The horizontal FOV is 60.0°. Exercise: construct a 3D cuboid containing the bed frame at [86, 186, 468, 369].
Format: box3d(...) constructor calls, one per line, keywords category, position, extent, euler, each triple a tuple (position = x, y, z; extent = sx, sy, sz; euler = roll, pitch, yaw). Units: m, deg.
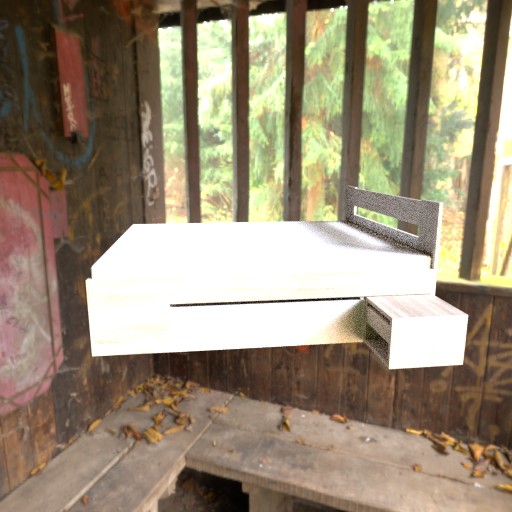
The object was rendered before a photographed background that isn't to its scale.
box3d(category="bed frame", position=(0.000, 0.000, 3.185), extent=(2.050, 0.860, 2.040), euler=(-2, 13, -7))
